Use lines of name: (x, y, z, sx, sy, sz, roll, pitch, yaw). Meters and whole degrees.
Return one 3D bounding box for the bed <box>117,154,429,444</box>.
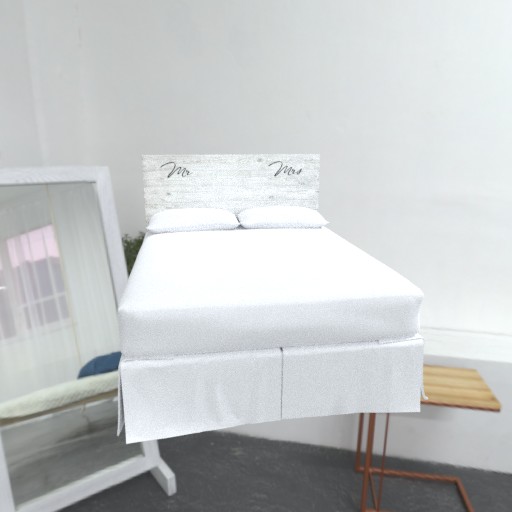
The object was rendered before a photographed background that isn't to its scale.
bed: (0.000, 0.000, 3.155, 1.745, 1.335, 2.094, -2, 15, -9)
